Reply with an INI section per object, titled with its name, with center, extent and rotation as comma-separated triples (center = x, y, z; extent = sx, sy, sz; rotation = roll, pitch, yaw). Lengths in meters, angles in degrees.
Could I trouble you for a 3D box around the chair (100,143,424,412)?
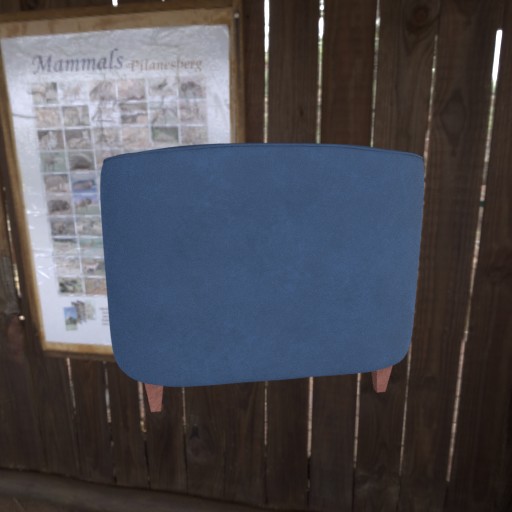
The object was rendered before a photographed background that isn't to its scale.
[chair]
center = 0.000, 0.000, 1.768
extent = 1.094, 0.852, 0.940
rotation = -2, 13, -9
